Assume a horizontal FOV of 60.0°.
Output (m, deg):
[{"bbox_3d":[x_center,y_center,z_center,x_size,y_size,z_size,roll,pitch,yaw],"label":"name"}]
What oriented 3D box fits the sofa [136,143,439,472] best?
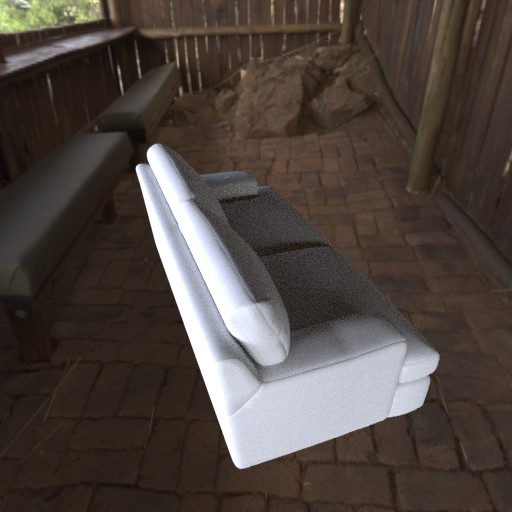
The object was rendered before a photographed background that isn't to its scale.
[{"bbox_3d":[0.000,0.000,2.813,1.143,0.940,2.261,-11,34,-17],"label":"sofa"}]
